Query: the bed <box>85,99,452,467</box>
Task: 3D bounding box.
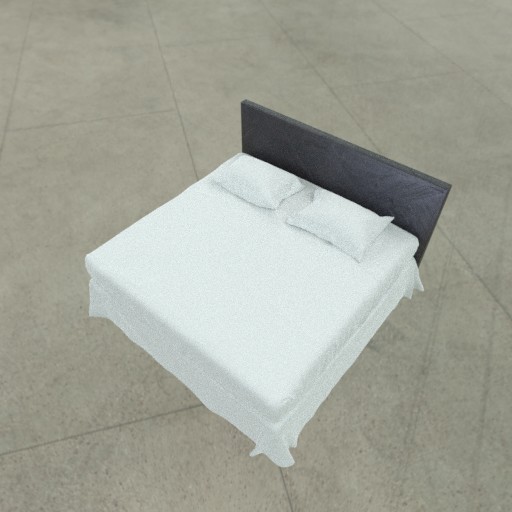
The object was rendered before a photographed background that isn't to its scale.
[{"bbox_3d":[0.000,0.000,3.574,2.255,1.158,2.165,31,55,26],"label":"bed"}]
